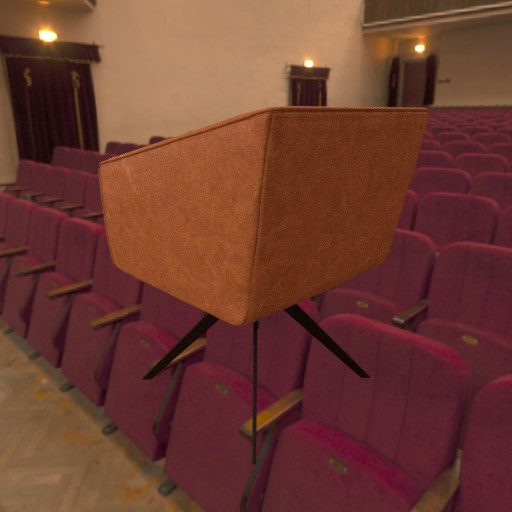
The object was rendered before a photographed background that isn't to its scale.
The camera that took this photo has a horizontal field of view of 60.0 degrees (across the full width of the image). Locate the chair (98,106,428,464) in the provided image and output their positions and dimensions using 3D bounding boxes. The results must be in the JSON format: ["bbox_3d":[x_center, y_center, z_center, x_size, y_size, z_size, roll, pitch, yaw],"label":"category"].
[{"bbox_3d":[0.000,0.000,1.200,0.588,0.760,0.625,-17,25,-42],"label":"chair"}]
